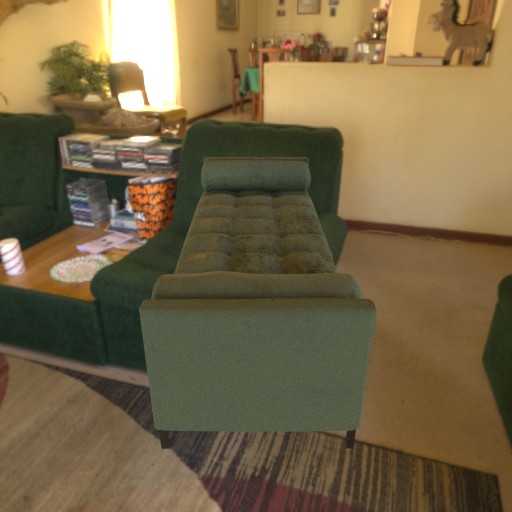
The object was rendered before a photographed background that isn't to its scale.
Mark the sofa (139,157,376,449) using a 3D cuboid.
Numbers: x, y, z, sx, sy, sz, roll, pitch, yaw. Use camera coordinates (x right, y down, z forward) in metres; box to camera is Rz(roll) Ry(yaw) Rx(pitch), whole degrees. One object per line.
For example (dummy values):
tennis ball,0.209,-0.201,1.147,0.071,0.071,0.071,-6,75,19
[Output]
sofa,0.000,0.000,2.501,0.817,0.681,2.130,0,26,0
